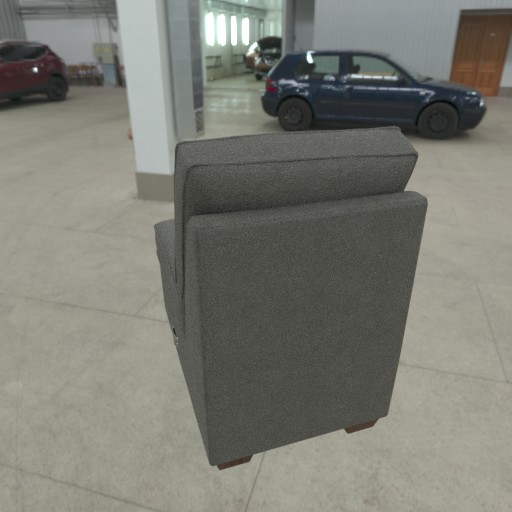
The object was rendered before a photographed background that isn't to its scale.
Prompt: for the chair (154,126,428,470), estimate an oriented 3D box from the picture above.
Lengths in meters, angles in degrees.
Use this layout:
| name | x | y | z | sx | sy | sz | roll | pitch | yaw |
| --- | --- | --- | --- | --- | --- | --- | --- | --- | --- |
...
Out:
| name | x | y | z | sx | sy | sz | roll | pitch | yaw |
| --- | --- | --- | --- | --- | --- | --- | --- | --- | --- |
| chair | 0.000 | 0.000 | 1.563 | 0.621 | 0.970 | 0.938 | -8 | 27 | -17 |
